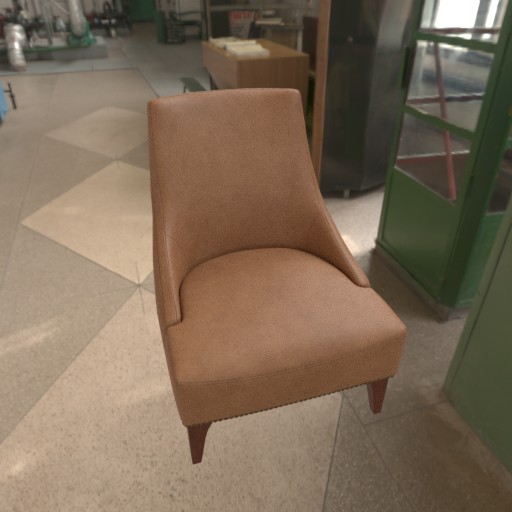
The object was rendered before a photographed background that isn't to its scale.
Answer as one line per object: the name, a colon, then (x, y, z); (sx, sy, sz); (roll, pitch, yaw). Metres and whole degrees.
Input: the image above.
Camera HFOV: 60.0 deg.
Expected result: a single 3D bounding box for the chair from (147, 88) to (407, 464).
chair: (0.000, 0.000, 1.496); (0.701, 0.909, 0.861); (-9, 34, -14)
